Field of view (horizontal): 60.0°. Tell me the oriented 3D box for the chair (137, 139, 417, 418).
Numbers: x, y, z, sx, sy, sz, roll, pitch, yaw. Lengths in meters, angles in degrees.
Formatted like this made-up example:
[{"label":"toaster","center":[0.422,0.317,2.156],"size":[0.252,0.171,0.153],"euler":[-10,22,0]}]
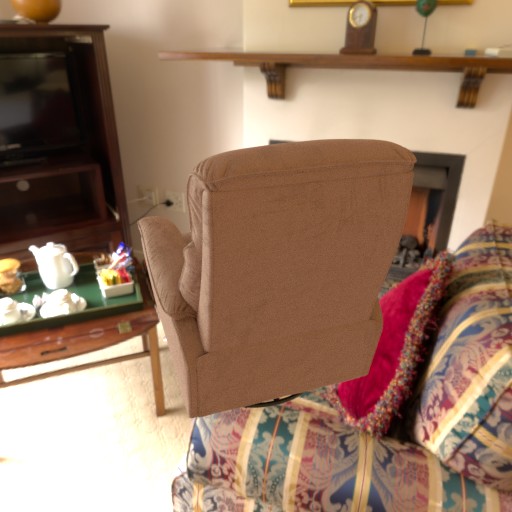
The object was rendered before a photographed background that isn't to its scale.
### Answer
[{"label":"chair","center":[0.000,0.000,1.711],"size":[0.820,1.037,1.004],"euler":[-8,27,-16]}]
